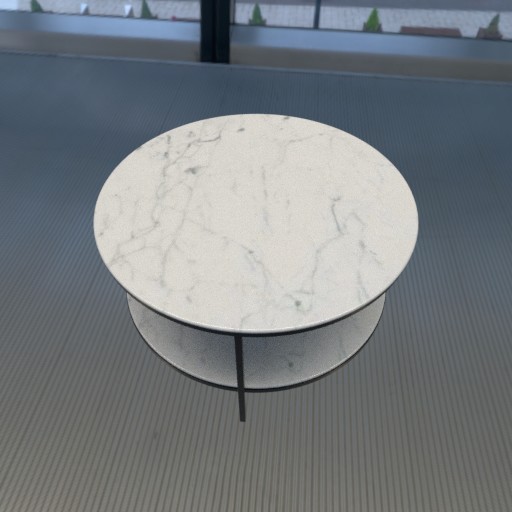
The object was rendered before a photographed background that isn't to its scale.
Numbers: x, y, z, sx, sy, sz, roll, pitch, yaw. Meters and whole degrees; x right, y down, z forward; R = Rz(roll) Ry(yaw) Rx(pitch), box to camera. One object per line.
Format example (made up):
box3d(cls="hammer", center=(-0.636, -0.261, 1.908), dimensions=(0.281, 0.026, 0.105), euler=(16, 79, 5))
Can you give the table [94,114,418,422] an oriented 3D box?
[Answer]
box3d(cls="table", center=(0.000, 0.000, 1.288), dimensions=(0.800, 0.450, 0.800), euler=(0, 48, 0))
